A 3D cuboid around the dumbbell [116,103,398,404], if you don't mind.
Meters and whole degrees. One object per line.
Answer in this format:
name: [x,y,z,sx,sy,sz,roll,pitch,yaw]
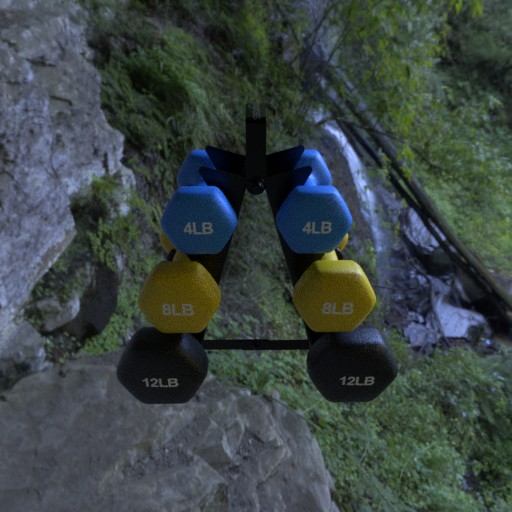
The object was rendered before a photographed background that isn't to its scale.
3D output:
dumbbell: [0.000,0.000,0.665,0.409,0.426,0.255,0,30,-1]
